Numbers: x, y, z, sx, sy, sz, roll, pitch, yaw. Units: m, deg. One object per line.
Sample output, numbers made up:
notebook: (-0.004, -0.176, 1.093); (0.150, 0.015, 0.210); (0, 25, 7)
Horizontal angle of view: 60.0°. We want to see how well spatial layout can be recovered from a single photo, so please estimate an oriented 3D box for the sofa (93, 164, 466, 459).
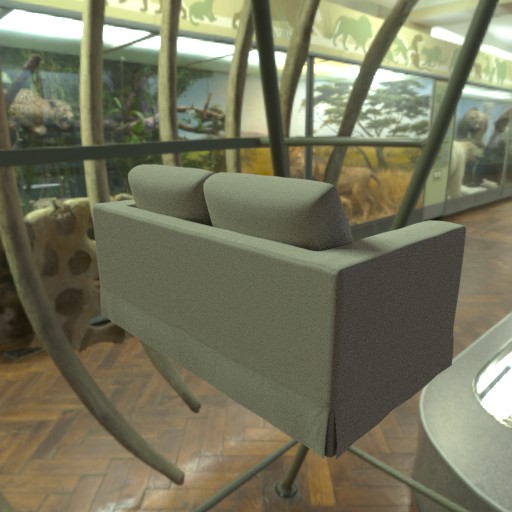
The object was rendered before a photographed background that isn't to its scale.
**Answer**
sofa: (0.000, 0.000, 2.377); (1.009, 0.932, 1.813); (-15, 21, -42)
